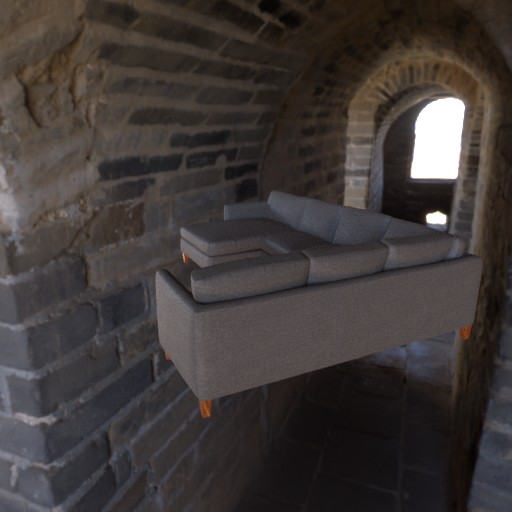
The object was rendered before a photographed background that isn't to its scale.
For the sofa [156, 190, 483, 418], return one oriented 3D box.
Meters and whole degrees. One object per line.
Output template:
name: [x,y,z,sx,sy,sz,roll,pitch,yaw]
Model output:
sofa: [0.000,0.000,4.690,2.594,0.961,3.460,-8,18,-26]
